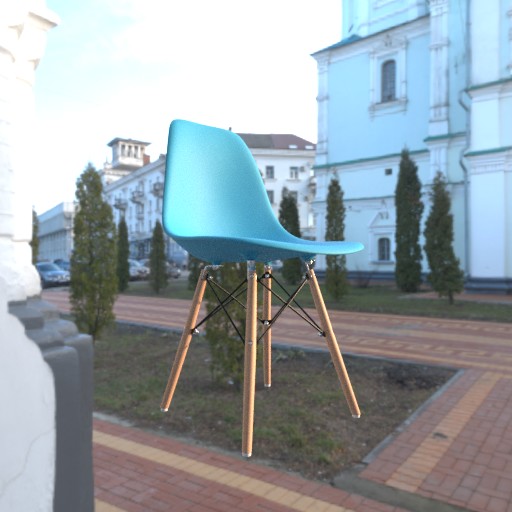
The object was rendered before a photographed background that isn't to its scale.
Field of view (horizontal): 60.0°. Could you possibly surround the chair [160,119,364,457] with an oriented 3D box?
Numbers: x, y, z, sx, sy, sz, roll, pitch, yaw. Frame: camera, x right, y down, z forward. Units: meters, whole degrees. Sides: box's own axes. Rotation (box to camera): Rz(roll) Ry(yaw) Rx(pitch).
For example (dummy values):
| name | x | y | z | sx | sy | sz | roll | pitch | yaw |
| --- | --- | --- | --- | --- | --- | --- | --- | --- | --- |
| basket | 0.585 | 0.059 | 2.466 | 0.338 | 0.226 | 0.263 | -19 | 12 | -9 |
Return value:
| name | x | y | z | sx | sy | sz | roll | pitch | yaw |
| --- | --- | --- | --- | --- | --- | --- | --- | --- | --- |
| chair | 0.000 | 0.000 | 1.175 | 0.470 | 0.826 | 0.531 | 0 | -1 | -39 |
